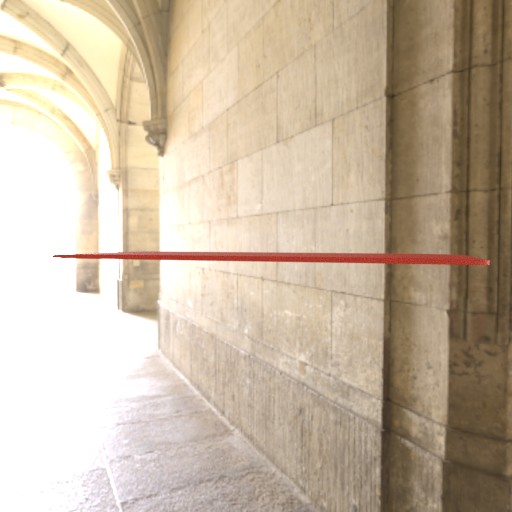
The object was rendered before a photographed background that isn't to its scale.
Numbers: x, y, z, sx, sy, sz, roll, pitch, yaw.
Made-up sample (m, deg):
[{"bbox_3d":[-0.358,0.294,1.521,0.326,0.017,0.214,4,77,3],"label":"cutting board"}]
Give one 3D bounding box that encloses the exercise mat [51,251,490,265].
[{"bbox_3d":[0.000,0.000,2.062,1.869,0.021,0.616,1,2,19],"label":"exercise mat"}]
